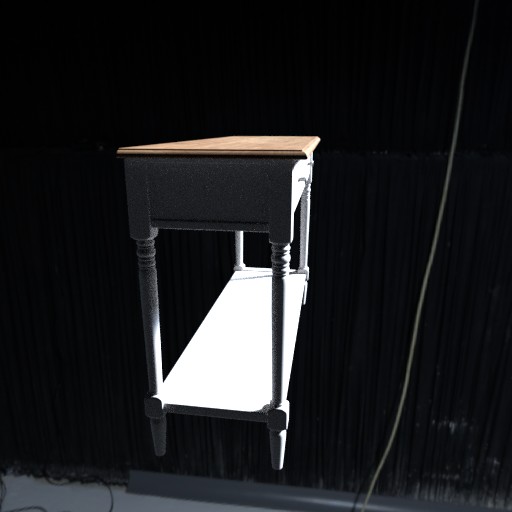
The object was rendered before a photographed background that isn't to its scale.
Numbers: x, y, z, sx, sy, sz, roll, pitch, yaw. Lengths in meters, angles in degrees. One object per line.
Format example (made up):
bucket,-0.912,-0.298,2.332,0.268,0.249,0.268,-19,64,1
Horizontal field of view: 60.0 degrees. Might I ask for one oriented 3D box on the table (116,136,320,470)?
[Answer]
table,0.000,0.000,1.584,0.399,0.800,1.219,3,16,9
